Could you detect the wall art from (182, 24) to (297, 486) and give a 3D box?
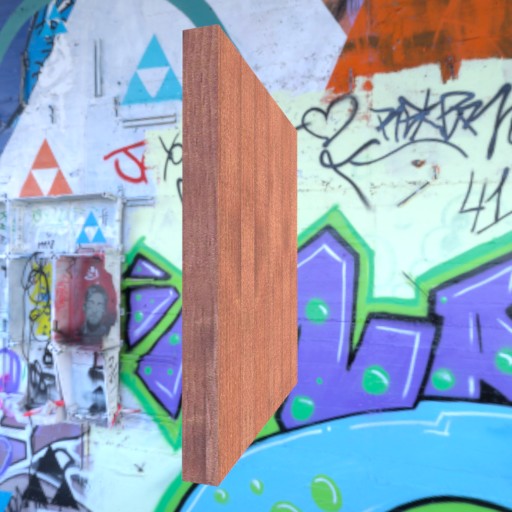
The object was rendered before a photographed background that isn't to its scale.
[{"bbox_3d":[0.000,0.000,0.617,0.039,0.449,0.377,0,0,17],"label":"wall art"}]
